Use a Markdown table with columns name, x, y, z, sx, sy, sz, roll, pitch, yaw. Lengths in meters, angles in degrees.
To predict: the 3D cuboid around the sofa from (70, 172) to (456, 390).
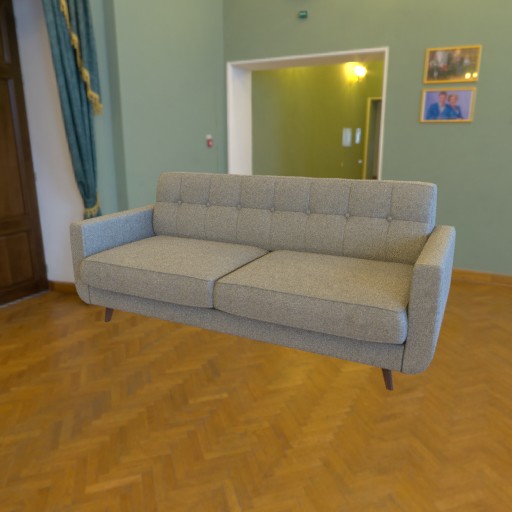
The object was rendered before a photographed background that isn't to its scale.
| name | x | y | z | sx | sy | sz | roll | pitch | yaw |
| --- | --- | --- | --- | --- | --- | --- | --- | --- | --- |
| sofa | 0.000 | 0.000 | 2.571 | 2.055 | 0.873 | 0.968 | 7 | 17 | 26 |
